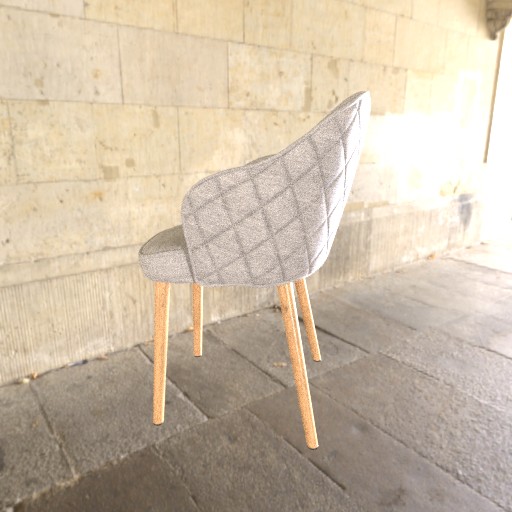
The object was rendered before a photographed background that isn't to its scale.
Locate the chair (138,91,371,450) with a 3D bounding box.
[{"bbox_3d":[0.000,0.000,1.157,0.530,0.800,0.540,2,16,9],"label":"chair"}]
